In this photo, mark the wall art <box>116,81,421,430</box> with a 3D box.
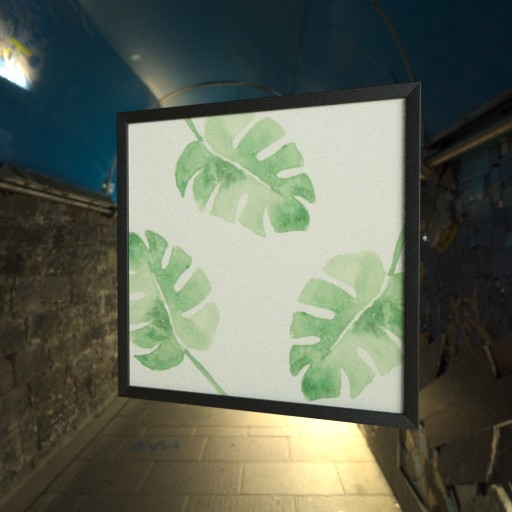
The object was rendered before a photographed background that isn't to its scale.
[{"bbox_3d":[0.000,0.000,0.734,0.508,0.508,0.036,0,1,17],"label":"wall art"}]
